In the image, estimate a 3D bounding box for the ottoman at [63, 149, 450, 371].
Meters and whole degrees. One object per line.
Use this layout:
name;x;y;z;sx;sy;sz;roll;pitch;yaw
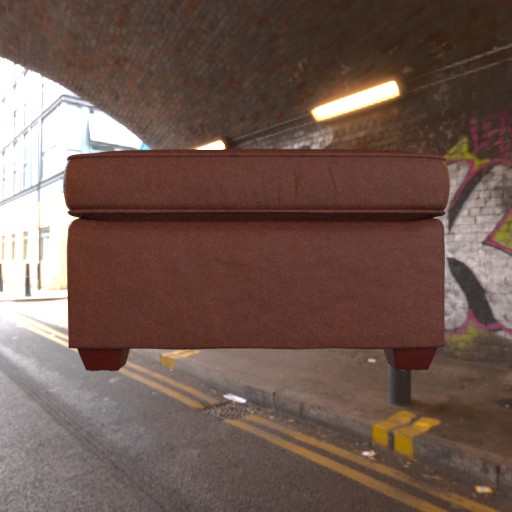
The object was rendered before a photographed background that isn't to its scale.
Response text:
ottoman;0.000;0.000;1.077;0.749;0.449;0.548;0;0;-1
